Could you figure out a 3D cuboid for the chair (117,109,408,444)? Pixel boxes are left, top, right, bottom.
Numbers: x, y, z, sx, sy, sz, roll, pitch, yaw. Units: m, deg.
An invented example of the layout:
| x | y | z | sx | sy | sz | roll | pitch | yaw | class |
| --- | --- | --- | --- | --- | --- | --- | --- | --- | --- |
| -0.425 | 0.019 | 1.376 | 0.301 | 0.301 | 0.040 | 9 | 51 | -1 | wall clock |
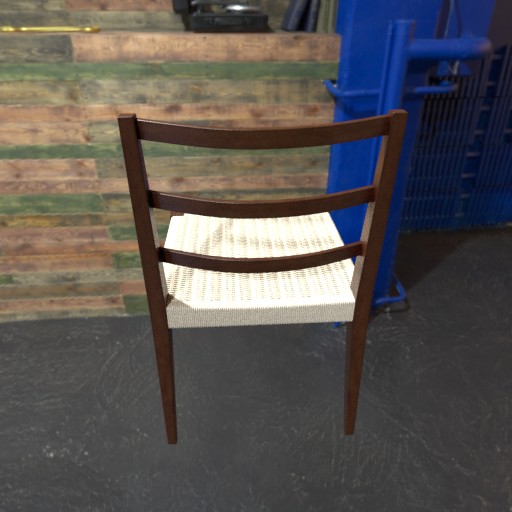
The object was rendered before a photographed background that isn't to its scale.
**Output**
| x | y | z | sx | sy | sz | roll | pitch | yaw | class |
| --- | --- | --- | --- | --- | --- | --- | --- | --- | --- |
| 0.000 | 0.000 | 1.120 | 0.480 | 0.813 | 0.551 | -2 | 31 | -3 | chair |
